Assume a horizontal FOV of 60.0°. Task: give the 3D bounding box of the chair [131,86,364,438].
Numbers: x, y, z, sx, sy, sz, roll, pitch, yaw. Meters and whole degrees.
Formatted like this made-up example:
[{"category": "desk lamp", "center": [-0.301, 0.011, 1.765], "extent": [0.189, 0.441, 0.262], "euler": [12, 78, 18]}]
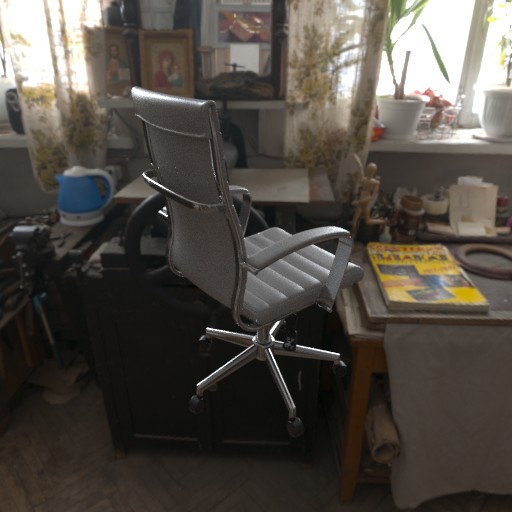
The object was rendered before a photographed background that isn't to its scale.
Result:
[{"category": "chair", "center": [0.000, 0.000, 1.600], "extent": [0.667, 1.149, 0.679], "euler": [-18, 31, -33]}]
